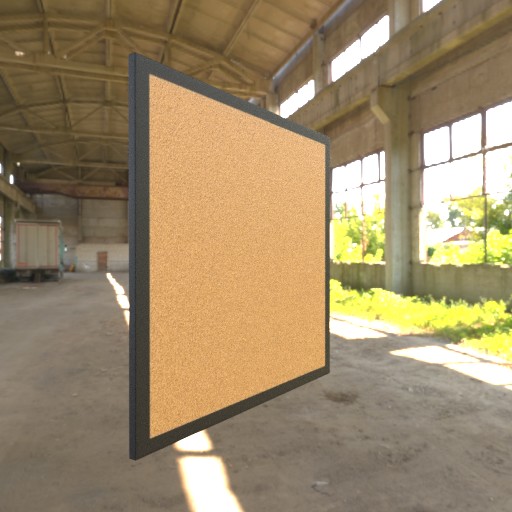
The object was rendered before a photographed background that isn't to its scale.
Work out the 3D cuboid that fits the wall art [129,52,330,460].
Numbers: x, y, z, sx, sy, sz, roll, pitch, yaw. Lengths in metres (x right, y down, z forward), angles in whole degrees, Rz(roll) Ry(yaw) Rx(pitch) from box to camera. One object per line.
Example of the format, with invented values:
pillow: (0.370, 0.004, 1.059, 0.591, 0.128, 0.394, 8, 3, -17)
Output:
wall art: (0.000, 0.000, 0.979, 0.016, 0.659, 0.663, 0, 0, 37)
